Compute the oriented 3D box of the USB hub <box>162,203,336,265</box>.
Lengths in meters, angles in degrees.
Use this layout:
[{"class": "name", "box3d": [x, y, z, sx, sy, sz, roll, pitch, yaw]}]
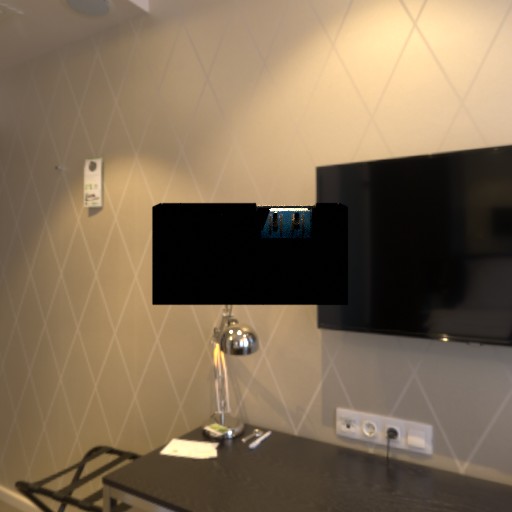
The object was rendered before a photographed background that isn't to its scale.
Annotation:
[{"class": "USB hub", "box3d": [0.000, 0.000, 0.160, 0.044, 0.023, 0.145, 0, 0, 1]}]
